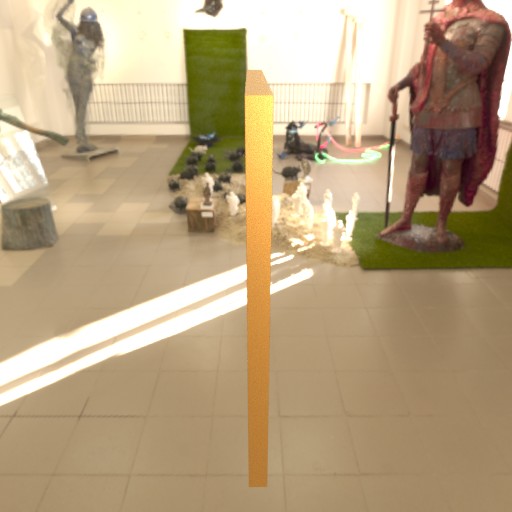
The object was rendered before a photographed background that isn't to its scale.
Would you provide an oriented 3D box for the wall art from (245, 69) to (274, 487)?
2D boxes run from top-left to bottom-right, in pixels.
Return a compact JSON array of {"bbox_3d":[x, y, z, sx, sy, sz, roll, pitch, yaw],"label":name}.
[{"bbox_3d":[0.000,0.000,1.022,0.038,0.762,0.610,0,26,-1],"label":"wall art"}]
